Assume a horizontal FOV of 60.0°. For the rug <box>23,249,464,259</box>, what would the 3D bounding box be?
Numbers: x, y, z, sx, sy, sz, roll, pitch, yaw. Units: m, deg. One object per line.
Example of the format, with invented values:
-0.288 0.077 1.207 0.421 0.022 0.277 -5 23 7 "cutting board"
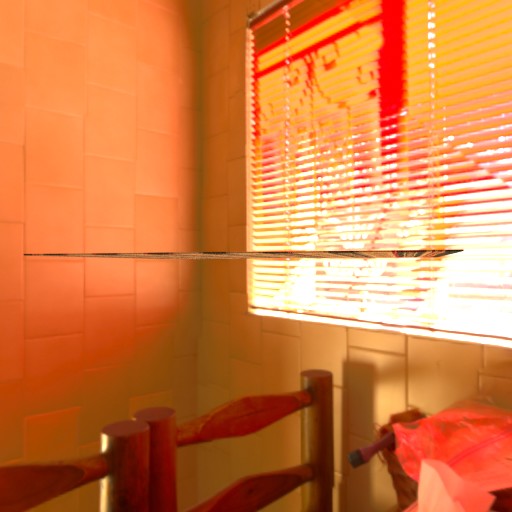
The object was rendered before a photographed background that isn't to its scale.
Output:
0.000 0.000 2.292 1.825 0.009 1.221 0 -1 19 "rug"
